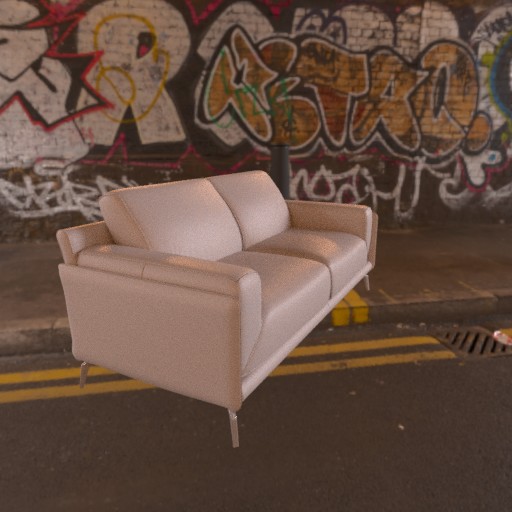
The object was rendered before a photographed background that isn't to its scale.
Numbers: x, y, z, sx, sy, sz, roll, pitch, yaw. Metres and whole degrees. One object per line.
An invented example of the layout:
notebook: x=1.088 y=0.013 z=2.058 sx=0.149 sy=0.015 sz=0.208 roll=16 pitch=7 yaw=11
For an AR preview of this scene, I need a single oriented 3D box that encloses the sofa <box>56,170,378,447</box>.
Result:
sofa: x=0.000 y=0.000 z=2.639 sx=1.049 sy=0.930 sz=2.101 roll=8 pitch=17 yaw=27
